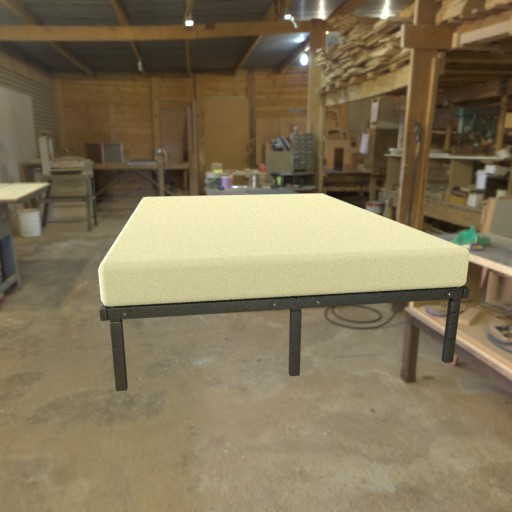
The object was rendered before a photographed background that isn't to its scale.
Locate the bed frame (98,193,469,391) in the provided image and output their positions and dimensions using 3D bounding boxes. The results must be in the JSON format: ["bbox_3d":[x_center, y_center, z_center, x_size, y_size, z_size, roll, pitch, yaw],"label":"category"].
[{"bbox_3d":[0.000,0.000,3.589,1.990,0.680,2.635,-2,15,-9],"label":"bed frame"}]
